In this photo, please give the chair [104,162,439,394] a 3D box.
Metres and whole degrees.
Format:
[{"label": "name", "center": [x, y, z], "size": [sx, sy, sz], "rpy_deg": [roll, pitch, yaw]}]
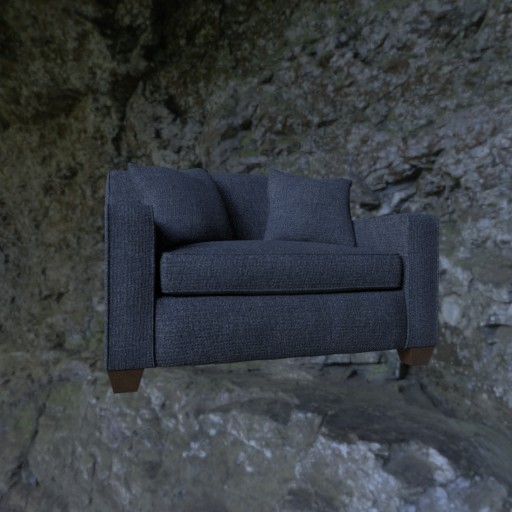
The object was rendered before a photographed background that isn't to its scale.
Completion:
[{"label": "chair", "center": [0.000, 0.000, 2.132], "size": [1.383, 0.948, 1.000], "rpy_deg": [0, 0, -18]}]
